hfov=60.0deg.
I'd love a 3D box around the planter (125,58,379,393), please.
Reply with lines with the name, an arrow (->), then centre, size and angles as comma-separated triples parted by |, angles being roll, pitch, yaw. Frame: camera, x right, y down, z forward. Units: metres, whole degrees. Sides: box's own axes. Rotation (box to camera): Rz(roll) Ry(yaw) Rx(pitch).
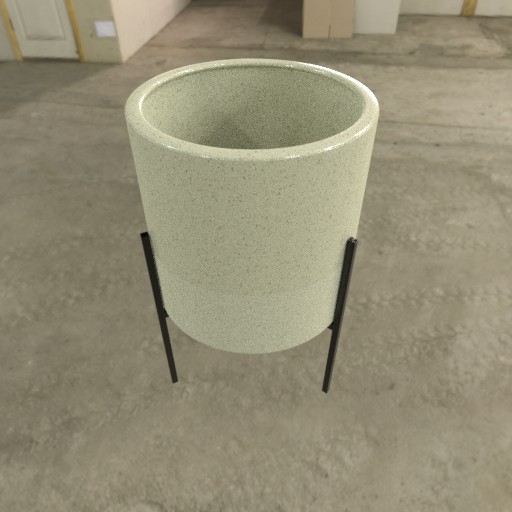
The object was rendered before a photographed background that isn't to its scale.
planter -> 0.000, 0.000, 0.540 | 0.243, 0.390, 0.234 | 25, 47, 26
